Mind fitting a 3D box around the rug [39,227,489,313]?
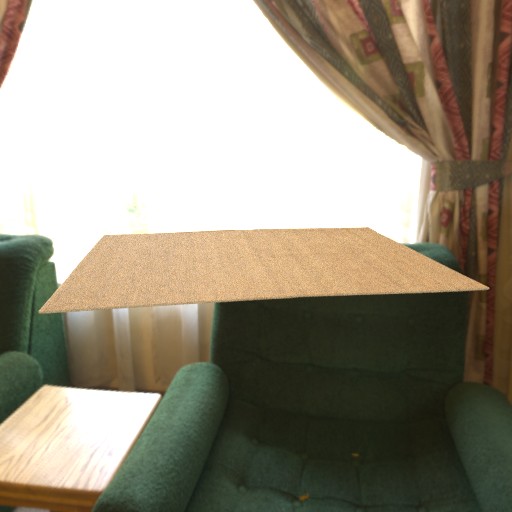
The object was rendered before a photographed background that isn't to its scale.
[{"bbox_3d":[0.000,0.000,2.961,2.264,0.030,1.624,-2,16,-8],"label":"rug"}]
